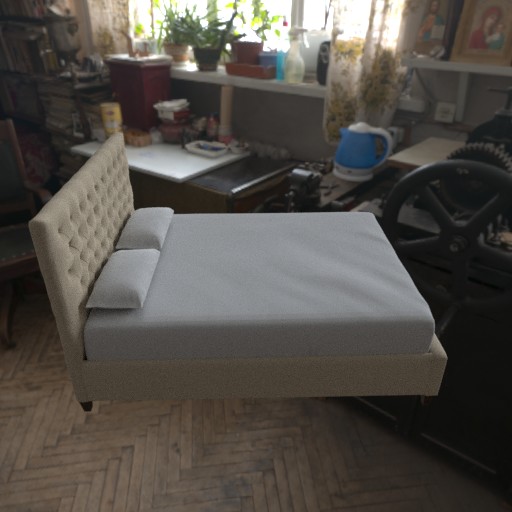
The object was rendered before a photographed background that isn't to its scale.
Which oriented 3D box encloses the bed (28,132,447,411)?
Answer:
[{"bbox_3d":[0.000,0.000,3.325,2.387,1.427,1.698,-1,31,-1],"label":"bed"}]
